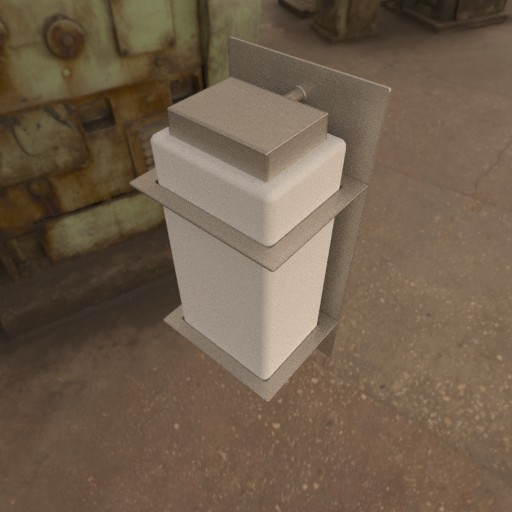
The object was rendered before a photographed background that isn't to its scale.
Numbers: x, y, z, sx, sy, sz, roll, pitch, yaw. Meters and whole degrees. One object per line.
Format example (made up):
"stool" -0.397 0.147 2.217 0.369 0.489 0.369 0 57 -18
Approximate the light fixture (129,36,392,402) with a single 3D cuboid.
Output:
"light fixture" 0.000 0.000 0.478 0.168 0.380 0.160 31 53 27
